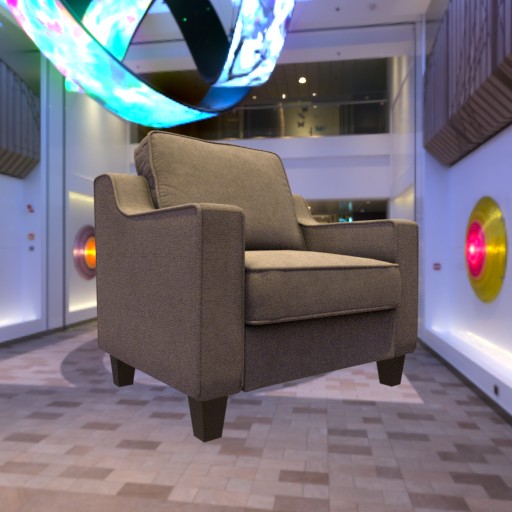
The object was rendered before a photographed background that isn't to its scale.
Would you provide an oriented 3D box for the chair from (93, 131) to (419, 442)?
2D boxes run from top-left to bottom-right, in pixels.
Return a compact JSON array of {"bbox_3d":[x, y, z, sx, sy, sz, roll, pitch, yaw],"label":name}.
[{"bbox_3d":[0.000,0.000,1.636,0.926,0.944,0.840,0,0,-37],"label":"chair"}]
